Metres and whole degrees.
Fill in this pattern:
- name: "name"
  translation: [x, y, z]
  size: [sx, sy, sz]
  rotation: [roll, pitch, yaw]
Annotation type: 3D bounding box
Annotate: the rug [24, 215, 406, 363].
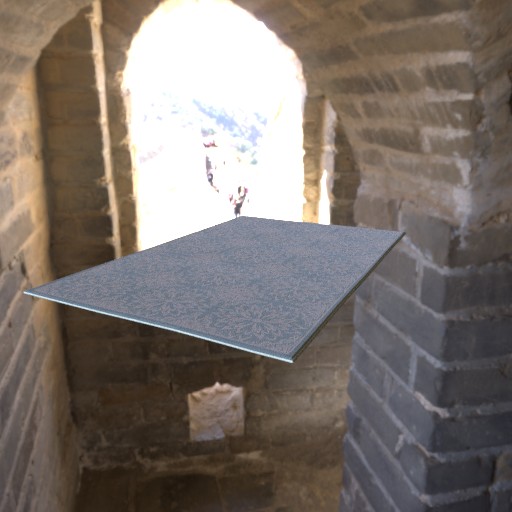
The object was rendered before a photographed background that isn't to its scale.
- name: "rug"
  translation: [0.000, 0.000, 3.503]
  size: [1.819, 0.018, 2.746]
  rotation: [8, 18, 27]
